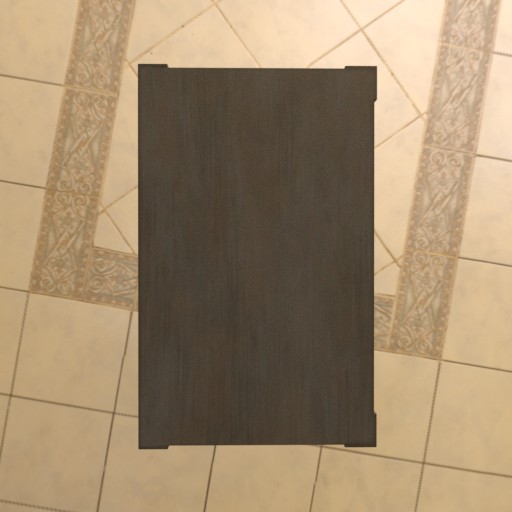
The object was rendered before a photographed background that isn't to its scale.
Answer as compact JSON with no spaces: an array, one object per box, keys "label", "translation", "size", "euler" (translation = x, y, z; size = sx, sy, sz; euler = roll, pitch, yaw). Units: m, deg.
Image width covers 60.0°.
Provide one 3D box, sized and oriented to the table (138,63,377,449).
[{"label":"table","translation":[0.000,0.000,1.090],"size":[0.413,0.660,0.660],"euler":[0,90,-1]}]
